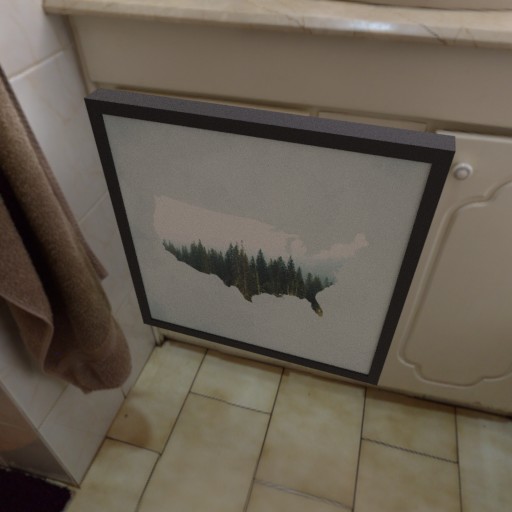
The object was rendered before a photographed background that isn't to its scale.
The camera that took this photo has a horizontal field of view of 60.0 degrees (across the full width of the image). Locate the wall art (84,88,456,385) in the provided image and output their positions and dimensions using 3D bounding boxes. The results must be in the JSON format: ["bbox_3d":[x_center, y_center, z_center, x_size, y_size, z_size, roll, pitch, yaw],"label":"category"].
[{"bbox_3d":[0.000,0.000,0.766,0.509,0.509,0.040,12,44,13],"label":"wall art"}]
